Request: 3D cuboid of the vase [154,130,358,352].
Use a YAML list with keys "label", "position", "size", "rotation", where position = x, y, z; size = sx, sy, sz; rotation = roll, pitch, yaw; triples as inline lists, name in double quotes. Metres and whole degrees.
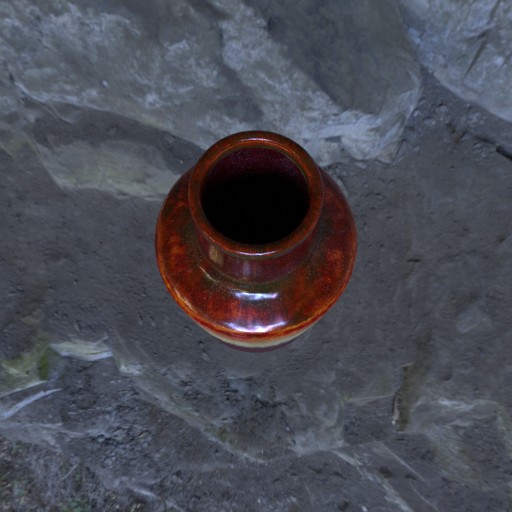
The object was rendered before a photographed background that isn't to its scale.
- label: "vase"
  position: [0.000, 0.000, 0.272]
  size: [0.108, 0.204, 0.108]
  rotation: [0, 75, 0]
